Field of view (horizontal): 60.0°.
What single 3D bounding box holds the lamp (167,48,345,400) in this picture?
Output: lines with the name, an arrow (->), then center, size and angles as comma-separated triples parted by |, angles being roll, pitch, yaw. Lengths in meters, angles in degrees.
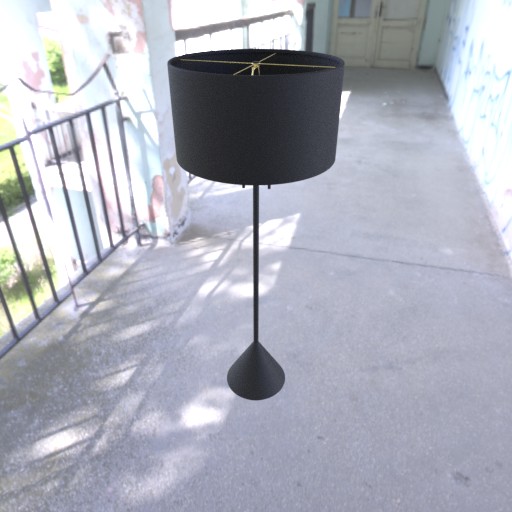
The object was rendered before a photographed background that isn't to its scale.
lamp -> 0.000, 0.000, 1.867 | 0.580, 1.526, 0.580 | 9, 33, 15
